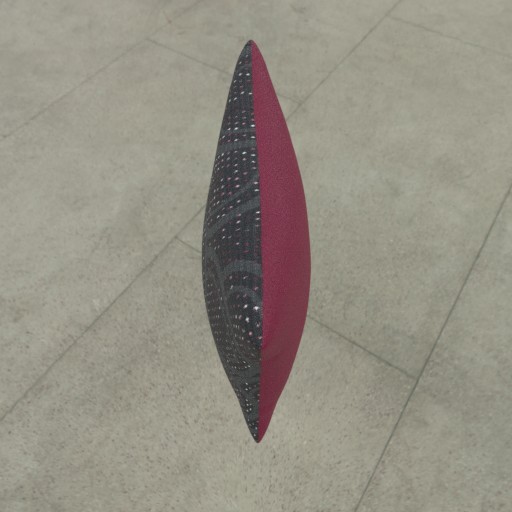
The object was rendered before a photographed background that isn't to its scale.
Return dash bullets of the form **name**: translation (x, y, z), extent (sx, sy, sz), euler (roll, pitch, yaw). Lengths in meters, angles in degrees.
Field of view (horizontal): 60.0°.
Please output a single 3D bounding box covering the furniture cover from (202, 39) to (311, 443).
- **furniture cover**: translation (0.000, 0.000, 0.808), extent (0.193, 0.509, 0.552), euler (-1, 57, -1)
